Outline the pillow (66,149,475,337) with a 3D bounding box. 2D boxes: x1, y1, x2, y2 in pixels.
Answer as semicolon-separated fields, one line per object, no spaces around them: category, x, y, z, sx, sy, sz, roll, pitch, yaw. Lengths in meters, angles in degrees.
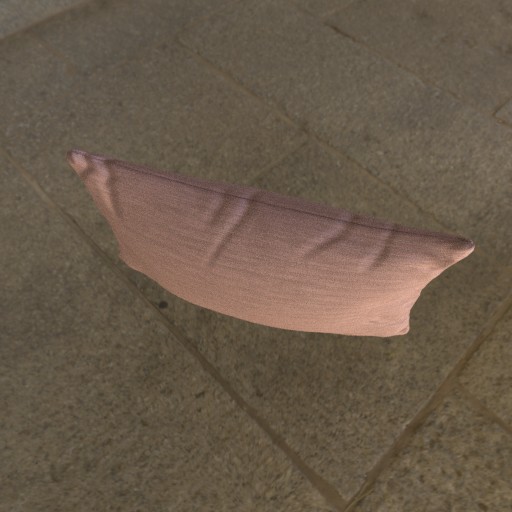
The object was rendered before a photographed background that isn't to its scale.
pillow;0.000;0.000;0.795;0.633;0.338;0.210;14;61;8
